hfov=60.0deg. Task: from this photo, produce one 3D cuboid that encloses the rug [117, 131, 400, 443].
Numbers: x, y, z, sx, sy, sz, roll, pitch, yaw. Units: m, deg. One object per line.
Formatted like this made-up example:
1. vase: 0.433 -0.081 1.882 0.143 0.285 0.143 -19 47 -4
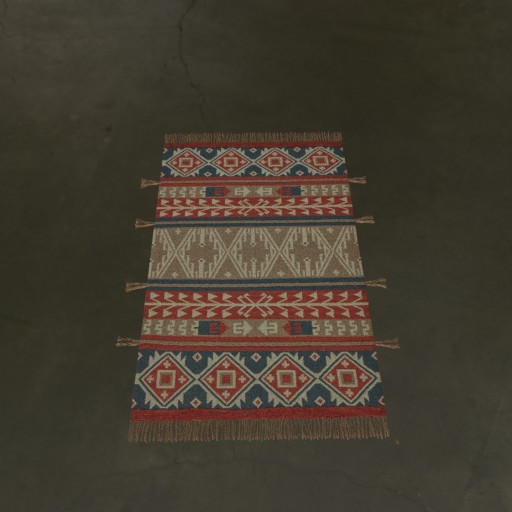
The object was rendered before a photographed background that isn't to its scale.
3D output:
1. rug: 0.000 0.000 3.125 1.778 0.048 2.450 -1 59 0
